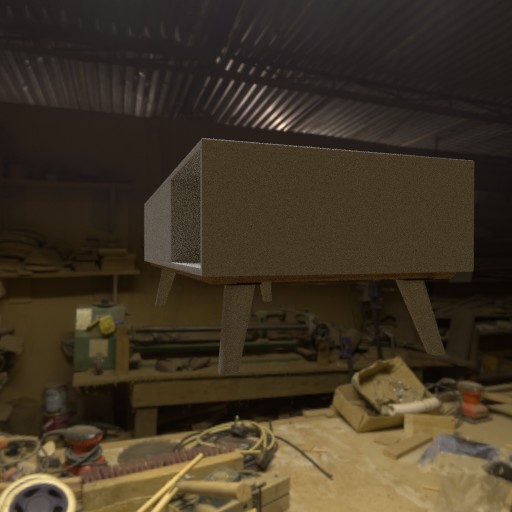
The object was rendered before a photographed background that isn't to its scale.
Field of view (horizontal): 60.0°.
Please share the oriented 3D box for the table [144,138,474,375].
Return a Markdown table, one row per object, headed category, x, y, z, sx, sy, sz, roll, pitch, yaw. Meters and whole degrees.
| category | x | y | z | sx | sy | sz | roll | pitch | yaw |
| --- | --- | --- | --- | --- | --- | --- | --- | --- | --- |
| table | 0.000 | 0.000 | 1.446 | 0.609 | 0.432 | 1.194 | 0 | 1 | -19 |
